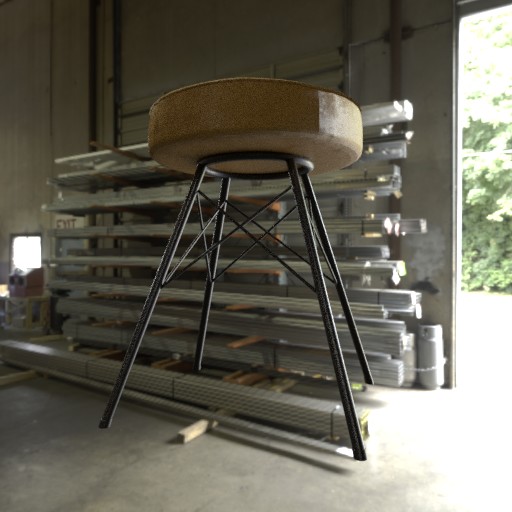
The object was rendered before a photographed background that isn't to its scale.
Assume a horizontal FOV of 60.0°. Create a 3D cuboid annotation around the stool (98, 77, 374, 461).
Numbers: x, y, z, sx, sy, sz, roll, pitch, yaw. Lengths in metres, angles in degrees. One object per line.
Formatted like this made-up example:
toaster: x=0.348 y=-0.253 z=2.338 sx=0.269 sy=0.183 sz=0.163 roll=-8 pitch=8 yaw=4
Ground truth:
stool: x=0.000 y=0.000 z=0.906 sx=0.472 sy=0.595 sz=0.438 roll=0 pitch=0 yaw=18
